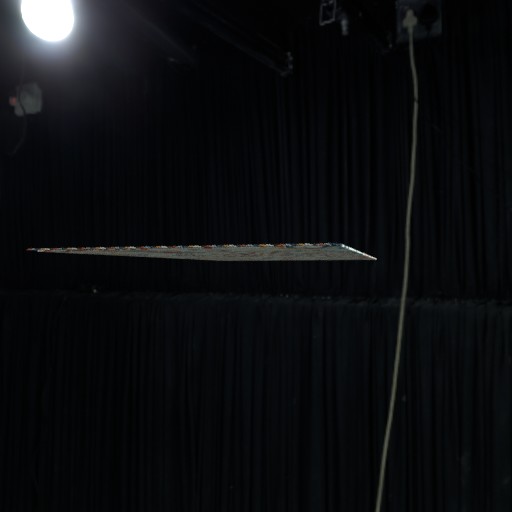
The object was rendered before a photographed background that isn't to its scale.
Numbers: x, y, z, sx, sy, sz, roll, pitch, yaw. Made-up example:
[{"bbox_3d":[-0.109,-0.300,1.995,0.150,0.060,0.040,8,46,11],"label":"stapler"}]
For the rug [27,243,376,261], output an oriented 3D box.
[{"bbox_3d":[0.000,0.000,3.151,1.523,0.010,2.584,-1,-2,18],"label":"rug"}]
